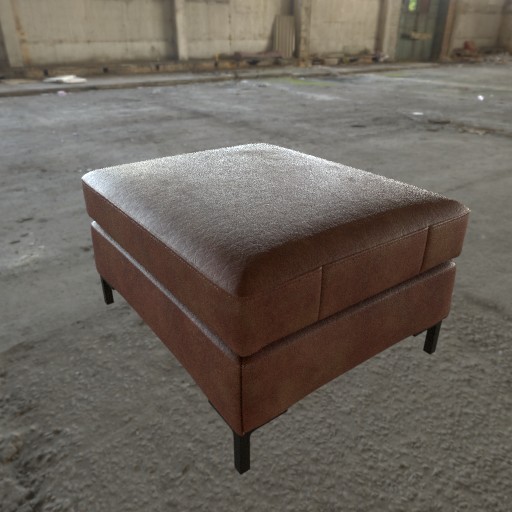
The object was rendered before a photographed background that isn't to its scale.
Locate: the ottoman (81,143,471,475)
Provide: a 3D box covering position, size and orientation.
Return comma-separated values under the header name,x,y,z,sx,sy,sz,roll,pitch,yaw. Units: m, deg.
name,x,y,z,sx,sy,sz,roll,pitch,yaw
ottoman,0.000,0.000,1.771,0.965,0.667,1.186,-18,32,-32
